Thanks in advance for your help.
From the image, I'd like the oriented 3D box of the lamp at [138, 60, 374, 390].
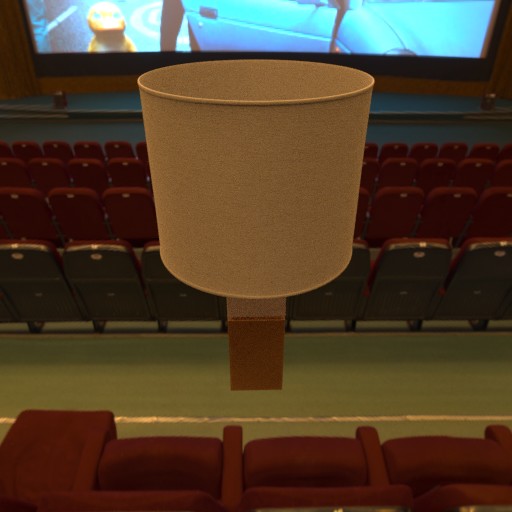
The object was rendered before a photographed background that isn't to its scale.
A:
[{"bbox_3d":[0.000,0.000,0.547,0.229,0.417,0.229,-1,31,-1],"label":"lamp"}]
